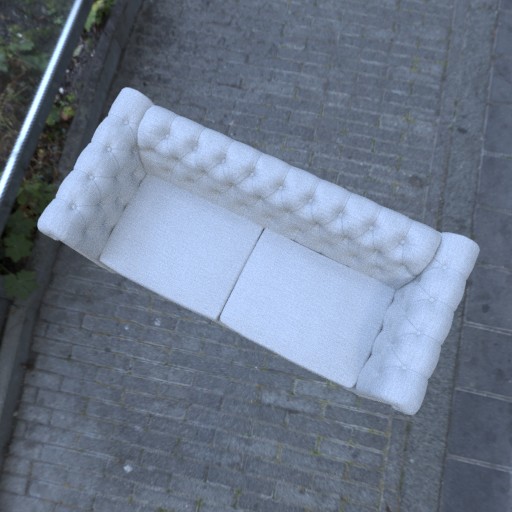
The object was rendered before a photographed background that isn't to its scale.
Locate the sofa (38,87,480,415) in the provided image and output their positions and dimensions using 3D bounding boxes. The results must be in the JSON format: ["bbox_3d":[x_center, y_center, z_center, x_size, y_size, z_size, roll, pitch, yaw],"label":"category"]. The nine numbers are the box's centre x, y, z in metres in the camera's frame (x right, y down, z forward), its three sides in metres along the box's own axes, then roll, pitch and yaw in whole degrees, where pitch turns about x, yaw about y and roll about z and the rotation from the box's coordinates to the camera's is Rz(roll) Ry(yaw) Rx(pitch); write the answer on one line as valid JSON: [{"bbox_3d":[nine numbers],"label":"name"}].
[{"bbox_3d":[0.000,0.000,2.242,1.798,0.797,0.783,25,77,6],"label":"sofa"}]
